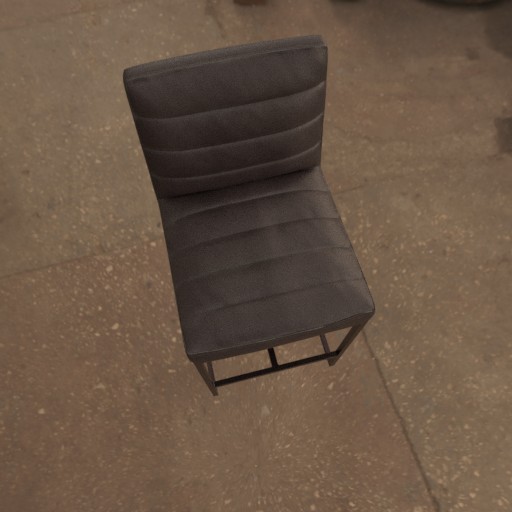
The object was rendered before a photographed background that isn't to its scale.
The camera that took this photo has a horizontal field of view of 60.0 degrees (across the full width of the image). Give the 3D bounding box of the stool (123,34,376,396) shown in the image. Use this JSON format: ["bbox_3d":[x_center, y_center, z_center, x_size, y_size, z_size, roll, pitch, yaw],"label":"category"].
[{"bbox_3d":[0.000,0.000,1.240,0.463,0.946,0.562,-13,65,-6],"label":"stool"}]
